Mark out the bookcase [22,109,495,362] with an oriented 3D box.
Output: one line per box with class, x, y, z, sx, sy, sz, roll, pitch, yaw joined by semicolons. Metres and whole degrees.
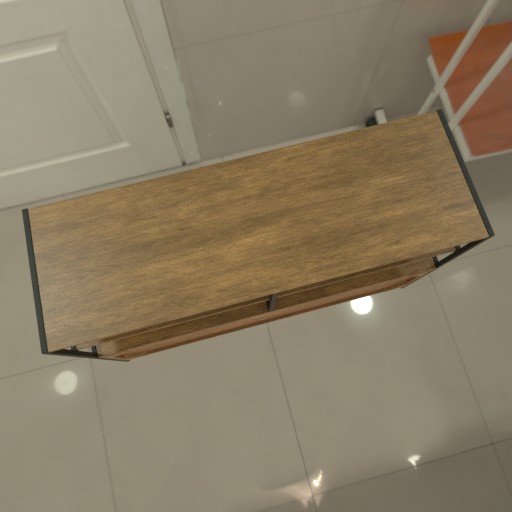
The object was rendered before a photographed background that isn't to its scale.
bookcase;0.000;0.000;1.474;1.149;0.712;0.391;-14;76;-4
